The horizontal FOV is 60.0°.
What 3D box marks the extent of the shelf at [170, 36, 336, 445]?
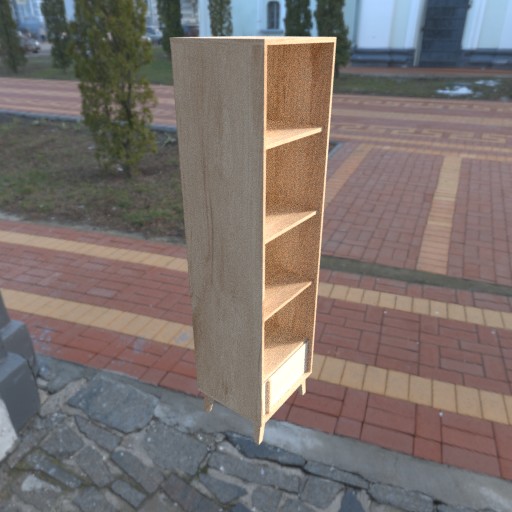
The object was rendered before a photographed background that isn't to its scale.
[{"bbox_3d":[0.000,0.000,2.215,0.450,1.960,0.510,19,33,32],"label":"shelf"}]
